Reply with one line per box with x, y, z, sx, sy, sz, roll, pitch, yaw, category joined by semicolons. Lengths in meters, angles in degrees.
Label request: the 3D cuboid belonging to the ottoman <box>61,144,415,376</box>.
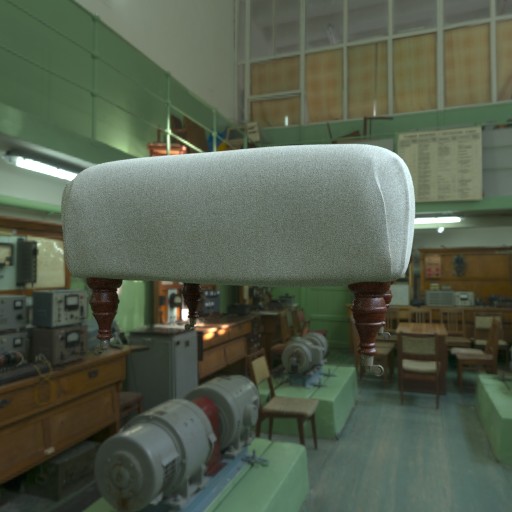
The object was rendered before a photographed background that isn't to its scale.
0.000;0.000;1.114;0.747;0.450;0.622;-1;-2;18;ottoman
